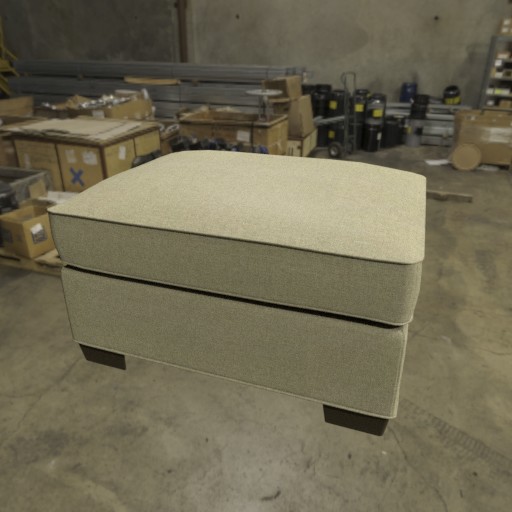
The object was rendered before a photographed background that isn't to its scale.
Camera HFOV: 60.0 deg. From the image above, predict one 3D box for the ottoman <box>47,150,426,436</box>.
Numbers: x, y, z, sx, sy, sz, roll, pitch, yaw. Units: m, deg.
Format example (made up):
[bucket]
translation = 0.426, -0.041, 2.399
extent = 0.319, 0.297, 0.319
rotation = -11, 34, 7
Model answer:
[ottoman]
translation = 0.000, 0.000, 1.241
extent = 0.843, 0.504, 0.619
rotation = 9, 27, 17
